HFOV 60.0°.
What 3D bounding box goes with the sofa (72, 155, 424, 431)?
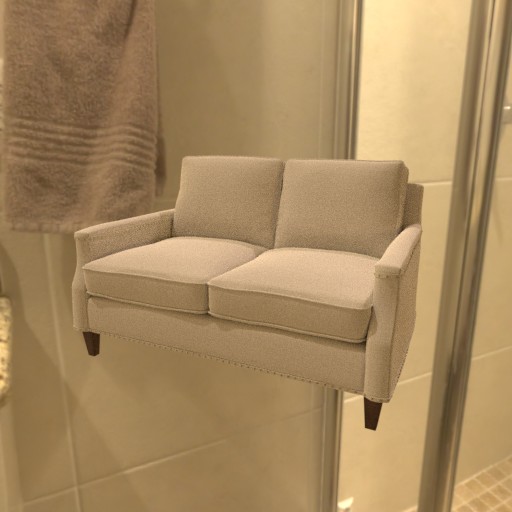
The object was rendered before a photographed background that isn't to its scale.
[{"bbox_3d":[0.000,0.000,2.322,1.597,1.003,1.084,7,16,25],"label":"sofa"}]
